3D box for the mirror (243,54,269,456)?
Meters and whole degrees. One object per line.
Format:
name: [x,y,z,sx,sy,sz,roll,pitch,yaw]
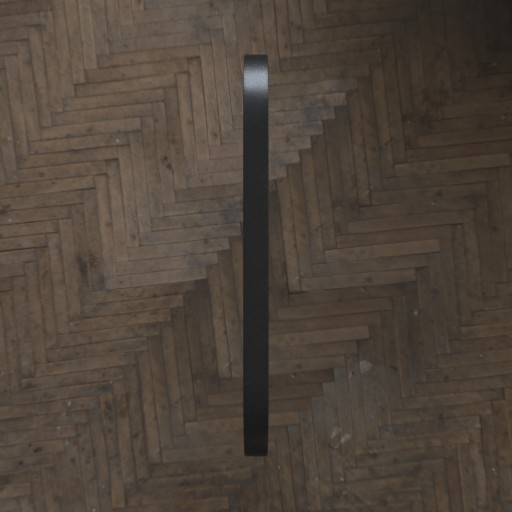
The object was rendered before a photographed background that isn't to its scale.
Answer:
mirror: [0.000,0.000,0.671,0.032,0.254,0.584,0,91,0]
